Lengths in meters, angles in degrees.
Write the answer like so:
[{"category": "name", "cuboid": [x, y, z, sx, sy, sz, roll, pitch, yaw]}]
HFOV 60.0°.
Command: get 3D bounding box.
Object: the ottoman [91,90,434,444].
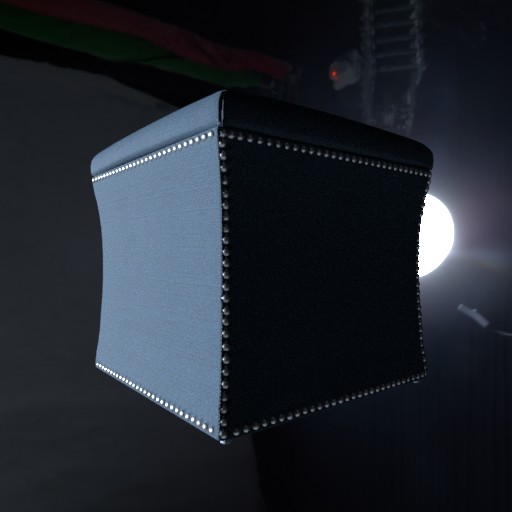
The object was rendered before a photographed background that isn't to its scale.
[{"category": "ottoman", "cuboid": [0.000, 0.000, 0.873, 0.507, 0.475, 0.497, 0, 0, -38]}]
